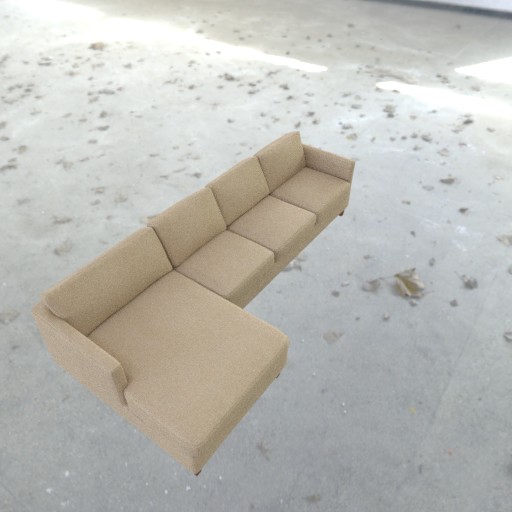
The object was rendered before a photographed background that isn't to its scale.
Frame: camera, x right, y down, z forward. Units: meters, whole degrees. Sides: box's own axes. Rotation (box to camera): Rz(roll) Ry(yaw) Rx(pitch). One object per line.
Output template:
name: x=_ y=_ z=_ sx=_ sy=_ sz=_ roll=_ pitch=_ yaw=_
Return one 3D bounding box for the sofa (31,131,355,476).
sofa: x=0.000 y=0.000 z=3.766 sx=1.502 sy=0.876 sz=3.201 roll=26 pitch=47 yaw=27
